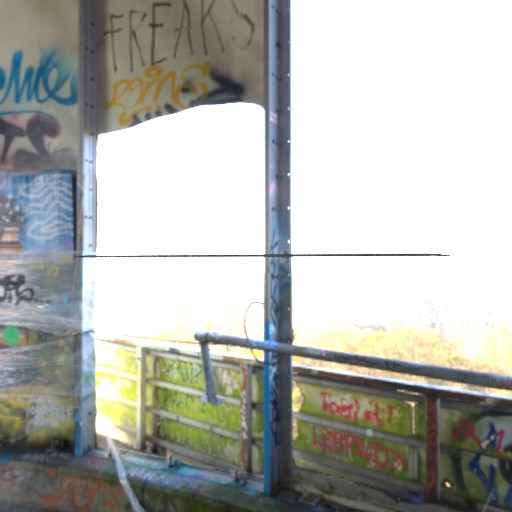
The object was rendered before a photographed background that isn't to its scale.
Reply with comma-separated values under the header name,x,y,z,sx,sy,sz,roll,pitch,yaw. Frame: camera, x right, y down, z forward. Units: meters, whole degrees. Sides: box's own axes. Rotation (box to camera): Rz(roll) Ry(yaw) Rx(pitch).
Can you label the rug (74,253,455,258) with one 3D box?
name,x,y,z,sx,sy,sz,roll,pitch,yaw
rug,0.000,0.000,2.828,2.378,0.018,1.324,0,-1,37
